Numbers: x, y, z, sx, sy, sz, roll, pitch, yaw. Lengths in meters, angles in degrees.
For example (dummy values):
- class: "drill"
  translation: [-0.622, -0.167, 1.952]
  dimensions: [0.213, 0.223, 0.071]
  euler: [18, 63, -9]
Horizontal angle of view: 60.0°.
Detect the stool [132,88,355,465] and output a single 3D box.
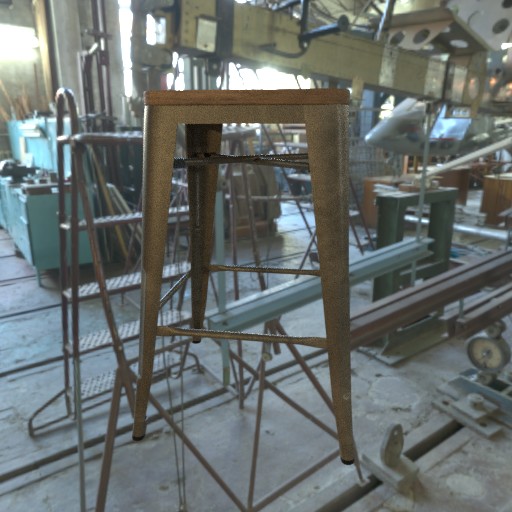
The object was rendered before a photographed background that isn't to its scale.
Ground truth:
- class: "stool"
  translation: [0.000, 0.000, 0.891]
  dimensions: [0.407, 0.607, 0.407]
  euler: [3, 17, 9]
